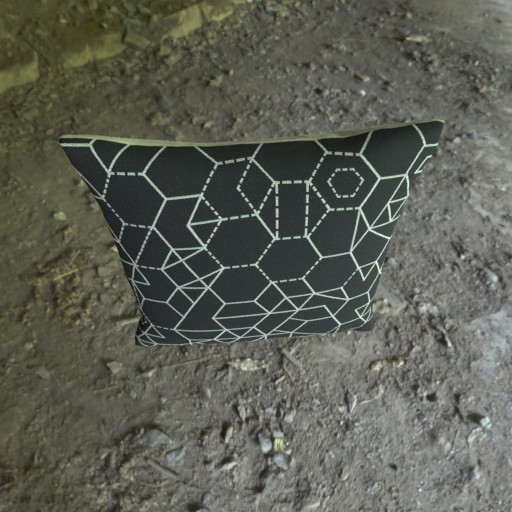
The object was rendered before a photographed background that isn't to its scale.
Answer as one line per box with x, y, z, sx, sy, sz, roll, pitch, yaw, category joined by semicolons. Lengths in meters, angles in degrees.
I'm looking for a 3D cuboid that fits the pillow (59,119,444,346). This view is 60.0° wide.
0.000;0.000;0.776;0.517;0.508;0.158;-4;48;-3;pillow
